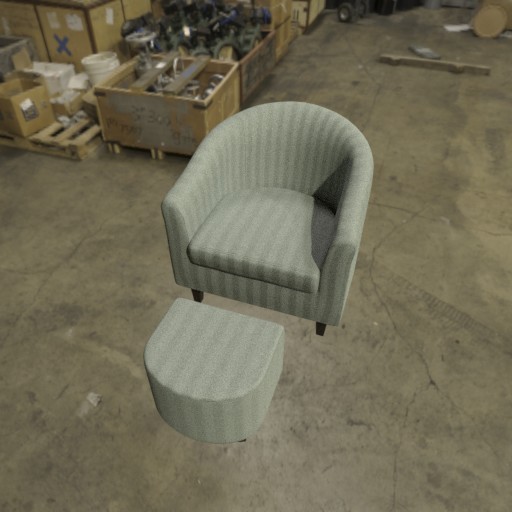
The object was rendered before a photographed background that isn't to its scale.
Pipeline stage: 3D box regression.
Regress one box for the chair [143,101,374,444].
[{"bbox_3d":[0.000,0.000,1.749,0.756,0.757,1.288,13,43,15],"label":"chair"}]
